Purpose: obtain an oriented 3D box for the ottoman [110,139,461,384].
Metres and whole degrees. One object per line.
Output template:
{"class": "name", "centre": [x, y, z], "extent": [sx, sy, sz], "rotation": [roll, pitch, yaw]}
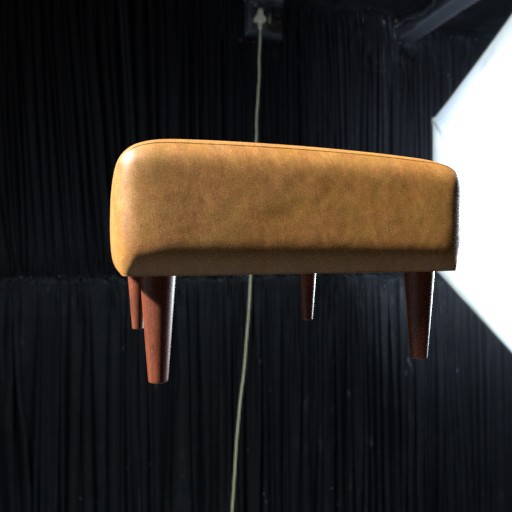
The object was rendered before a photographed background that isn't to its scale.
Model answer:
{"class": "ottoman", "centre": [0.000, 0.000, 1.041], "extent": [0.650, 0.399, 0.650], "rotation": [0, 1, -18]}
